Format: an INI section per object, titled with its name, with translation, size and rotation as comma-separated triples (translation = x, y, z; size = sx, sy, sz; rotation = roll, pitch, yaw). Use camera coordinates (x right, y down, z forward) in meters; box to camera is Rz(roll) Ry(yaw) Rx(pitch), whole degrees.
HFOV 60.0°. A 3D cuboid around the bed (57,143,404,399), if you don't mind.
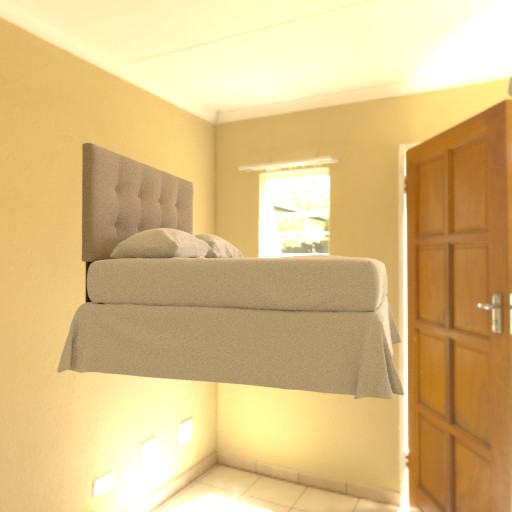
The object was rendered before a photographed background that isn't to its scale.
[bed]
translation = 0.000, 0.000, 3.550
size = 2.222, 1.577, 1.936
rotation = 0, -1, 18
